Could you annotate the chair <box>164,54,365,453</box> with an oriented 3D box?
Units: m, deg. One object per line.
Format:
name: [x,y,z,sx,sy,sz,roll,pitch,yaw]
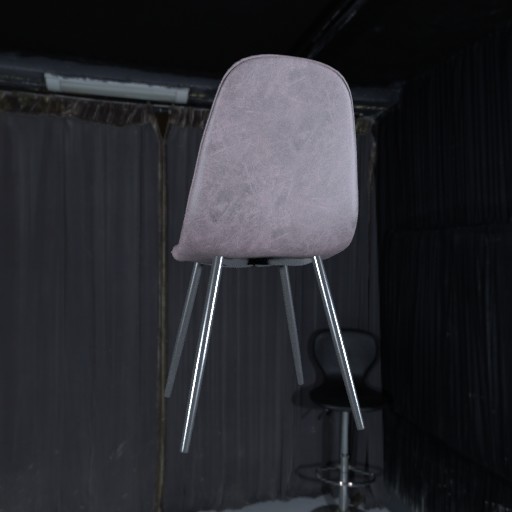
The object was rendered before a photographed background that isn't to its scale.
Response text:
chair: [0.000,0.000,1.244,0.472,0.889,0.561,0,1,-17]
